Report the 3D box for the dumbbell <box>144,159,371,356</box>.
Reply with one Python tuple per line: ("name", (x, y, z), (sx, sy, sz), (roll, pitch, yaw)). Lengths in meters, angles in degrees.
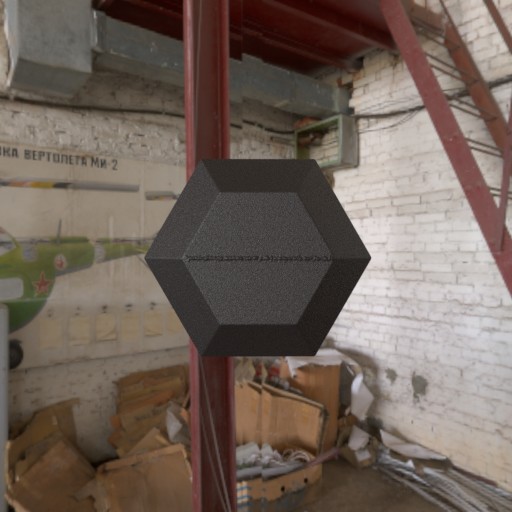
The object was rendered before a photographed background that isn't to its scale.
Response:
("dumbbell", (0.000, 0.000, 0.427), (0.141, 0.123, 0.356), (0, 0, 0))
